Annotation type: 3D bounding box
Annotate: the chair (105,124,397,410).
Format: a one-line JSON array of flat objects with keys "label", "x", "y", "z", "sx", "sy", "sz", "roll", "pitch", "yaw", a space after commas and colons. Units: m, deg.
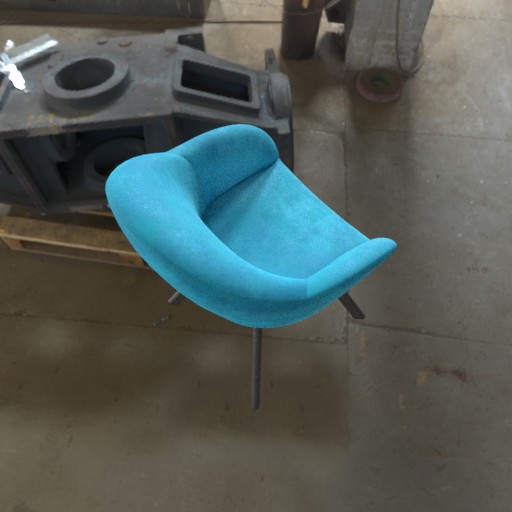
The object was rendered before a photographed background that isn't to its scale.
[{"label": "chair", "x": 0.000, "y": 0.000, "z": 1.199, "sx": 0.590, "sy": 0.795, "sz": 0.550, "roll": -35, "pitch": 65, "yaw": -19}]
